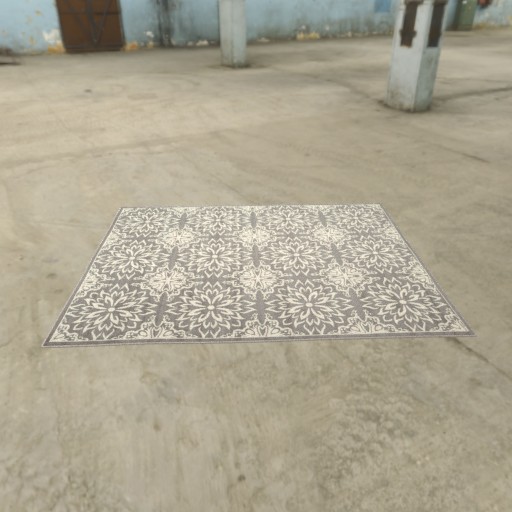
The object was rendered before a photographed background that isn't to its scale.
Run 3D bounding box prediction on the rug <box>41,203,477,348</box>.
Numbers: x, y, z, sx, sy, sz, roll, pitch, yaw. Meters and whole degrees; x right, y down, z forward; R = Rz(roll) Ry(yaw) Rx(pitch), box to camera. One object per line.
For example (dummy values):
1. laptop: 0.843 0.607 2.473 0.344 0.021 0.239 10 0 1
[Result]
1. rug: 0.000 0.000 4.041 2.980 0.012 2.363 -1 30 -2
